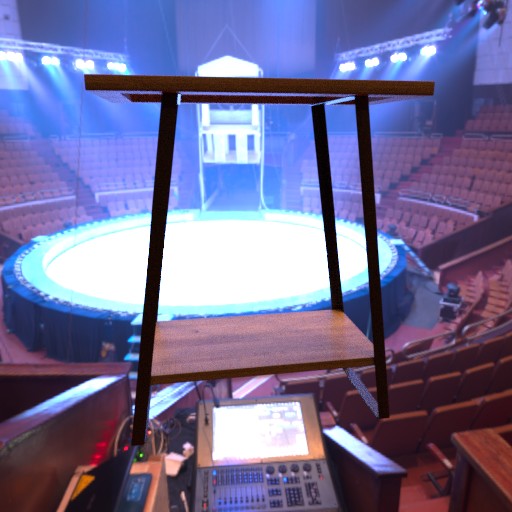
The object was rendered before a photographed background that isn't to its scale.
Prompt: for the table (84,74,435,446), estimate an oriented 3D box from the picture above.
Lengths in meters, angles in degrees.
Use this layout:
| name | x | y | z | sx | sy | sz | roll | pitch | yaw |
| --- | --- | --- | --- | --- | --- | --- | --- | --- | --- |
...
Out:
| name | x | y | z | sx | sy | sz | roll | pitch | yaw |
| --- | --- | --- | --- | --- | --- | --- | --- | --- | --- |
| table | 0.000 | 0.000 | 0.978 | 0.599 | 0.701 | 0.300 | -3 | 15 | -9 |
